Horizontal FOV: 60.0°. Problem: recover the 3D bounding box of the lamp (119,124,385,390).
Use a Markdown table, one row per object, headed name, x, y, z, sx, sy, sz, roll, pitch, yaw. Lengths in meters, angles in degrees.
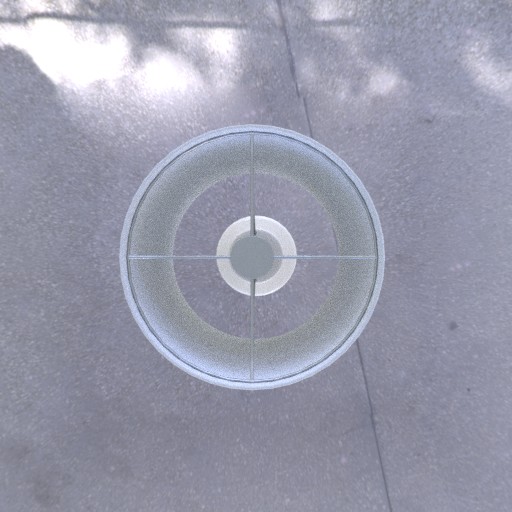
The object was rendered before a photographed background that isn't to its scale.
| name | x | y | z | sx | sy | sz | roll | pitch | yaw |
| --- | --- | --- | --- | --- | --- | --- | --- | --- | --- |
| lamp | 0.000 | 0.000 | 0.599 | 0.212 | 0.493 | 0.212 | 0 | 90 | 1 |
